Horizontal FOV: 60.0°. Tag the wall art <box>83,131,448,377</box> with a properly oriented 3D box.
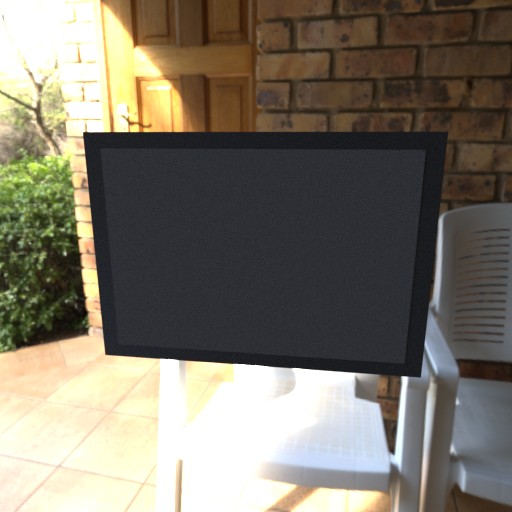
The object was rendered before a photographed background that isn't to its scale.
[{"bbox_3d":[0.000,0.000,0.567,0.432,0.306,0.016,2,16,8],"label":"wall art"}]
